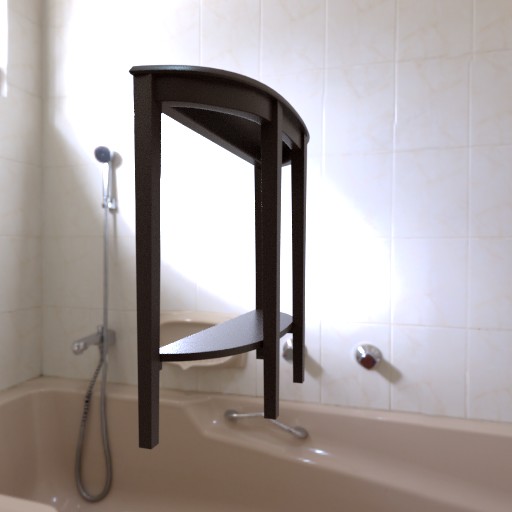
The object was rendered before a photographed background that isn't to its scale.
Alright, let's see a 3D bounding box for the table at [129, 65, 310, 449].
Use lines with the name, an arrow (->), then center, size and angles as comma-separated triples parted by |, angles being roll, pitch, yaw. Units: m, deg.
table -> 0.000, 0.000, 1.337 | 0.274, 0.831, 0.909 | 0, 1, 18
